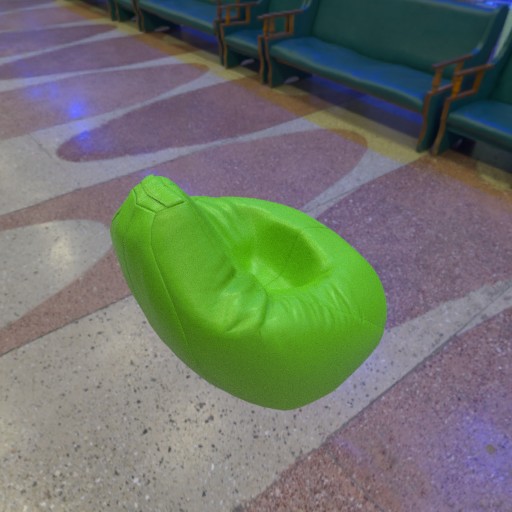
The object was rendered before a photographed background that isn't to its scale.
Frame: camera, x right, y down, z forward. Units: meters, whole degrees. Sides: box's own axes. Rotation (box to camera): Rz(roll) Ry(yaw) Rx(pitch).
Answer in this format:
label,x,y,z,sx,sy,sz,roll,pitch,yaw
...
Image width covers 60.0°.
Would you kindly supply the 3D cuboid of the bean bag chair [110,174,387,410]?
label,x,y,z,sx,sy,sz,roll,pitch,yaw
bean bag chair,0.000,0.000,1.870,1.070,0.990,1.070,-26,48,-26
